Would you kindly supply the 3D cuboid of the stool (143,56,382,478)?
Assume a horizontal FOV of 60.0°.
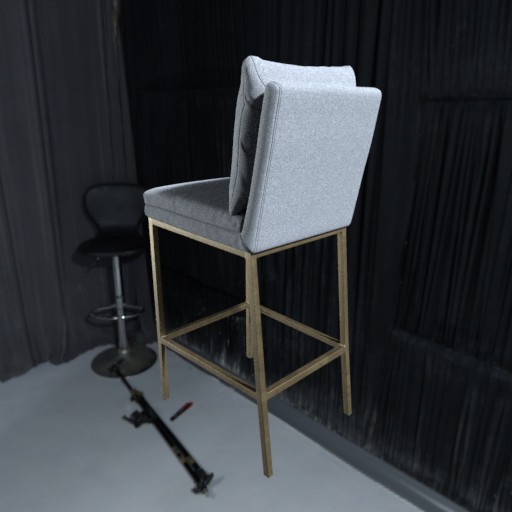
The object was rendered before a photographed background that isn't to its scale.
[{"bbox_3d":[0.000,0.000,1.424,0.463,1.130,0.569,-17,24,-42],"label":"stool"}]
